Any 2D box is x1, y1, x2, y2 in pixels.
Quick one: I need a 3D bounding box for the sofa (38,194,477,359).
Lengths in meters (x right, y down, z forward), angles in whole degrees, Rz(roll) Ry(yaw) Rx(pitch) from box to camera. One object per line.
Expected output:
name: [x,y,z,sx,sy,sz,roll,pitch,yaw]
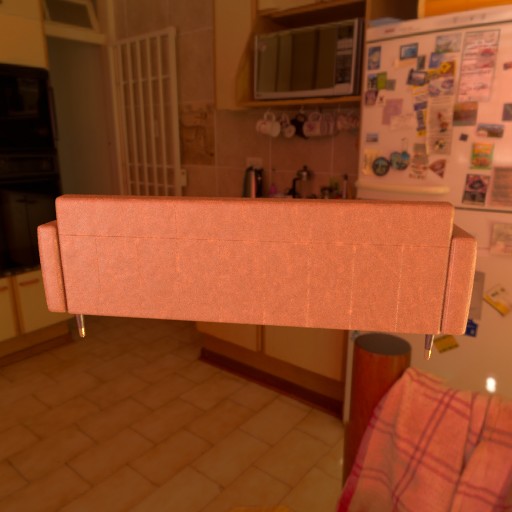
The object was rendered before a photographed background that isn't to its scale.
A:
sofa: [0.000,0.000,2.731,2.291,0.821,0.990,2,15,8]
